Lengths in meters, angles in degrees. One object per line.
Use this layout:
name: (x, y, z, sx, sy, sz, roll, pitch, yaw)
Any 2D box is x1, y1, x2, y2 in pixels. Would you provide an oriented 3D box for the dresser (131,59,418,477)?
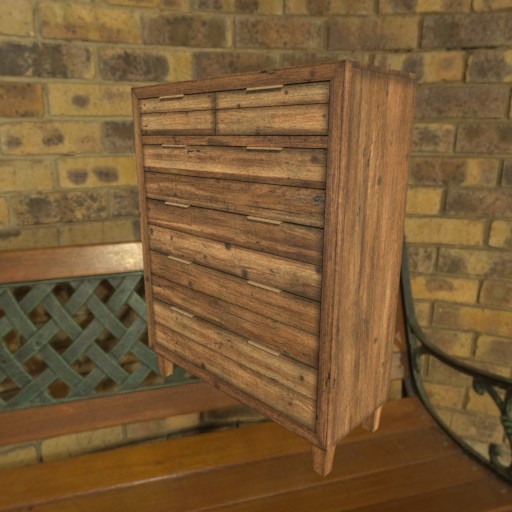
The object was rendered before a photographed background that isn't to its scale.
dresser: (0.000, 0.000, 1.848, 1.067, 1.359, 0.438, 14, 21, 42)
